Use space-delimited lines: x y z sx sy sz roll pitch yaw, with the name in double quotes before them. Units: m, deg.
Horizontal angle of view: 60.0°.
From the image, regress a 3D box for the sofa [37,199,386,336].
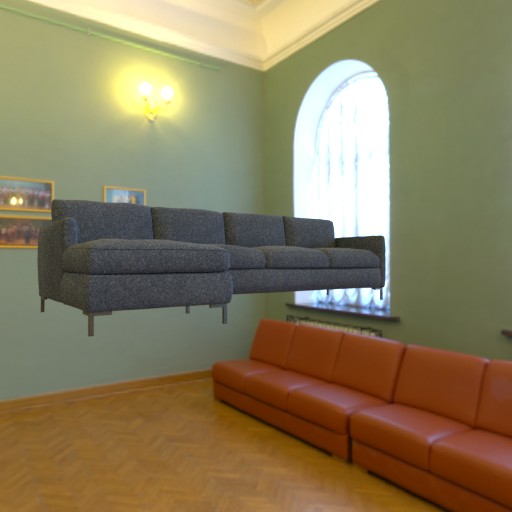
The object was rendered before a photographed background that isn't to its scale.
"sofa" 0.000 0.000 3.458 2.932 0.810 1.350 1 -1 -36
